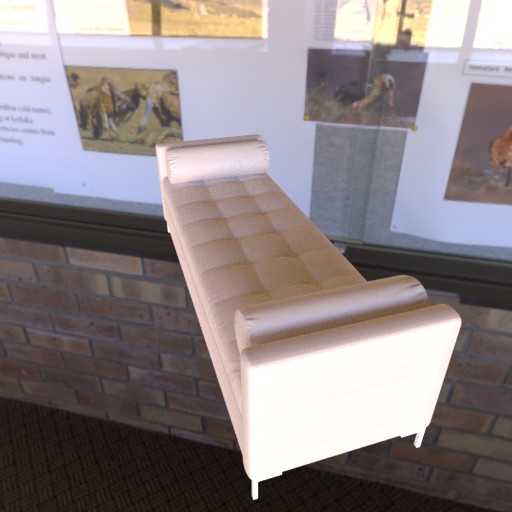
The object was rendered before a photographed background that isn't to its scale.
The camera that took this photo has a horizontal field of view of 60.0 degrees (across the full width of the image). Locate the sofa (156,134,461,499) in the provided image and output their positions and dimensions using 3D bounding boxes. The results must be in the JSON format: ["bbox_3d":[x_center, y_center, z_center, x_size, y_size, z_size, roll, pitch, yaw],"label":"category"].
[{"bbox_3d":[0.000,0.000,2.198,0.686,0.635,1.981,-10,33,-15],"label":"sofa"}]
